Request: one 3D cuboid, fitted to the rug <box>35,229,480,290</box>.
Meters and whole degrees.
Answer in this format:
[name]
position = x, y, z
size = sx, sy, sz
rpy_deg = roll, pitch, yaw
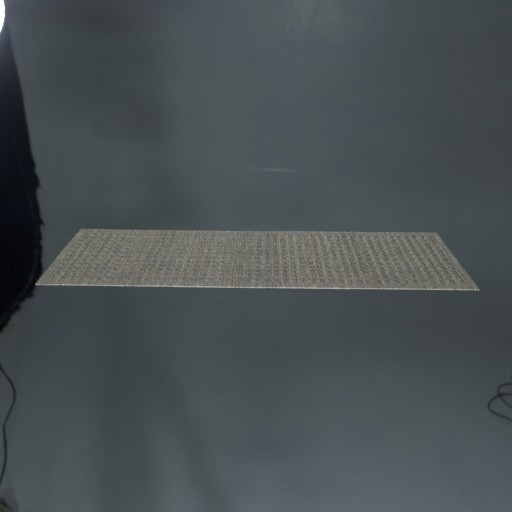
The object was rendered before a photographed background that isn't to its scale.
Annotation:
[rug]
position = 0.000, 0.000, 2.732
size = 2.443, 0.009, 0.706
rpy_deg = 1, 29, 1
